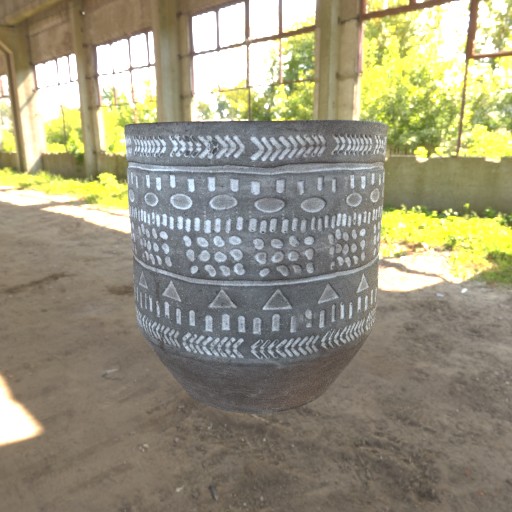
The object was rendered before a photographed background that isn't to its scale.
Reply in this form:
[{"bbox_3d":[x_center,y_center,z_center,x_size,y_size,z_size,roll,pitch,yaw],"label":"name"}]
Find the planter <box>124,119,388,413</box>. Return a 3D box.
[{"bbox_3d":[0.000,0.000,0.226,0.122,0.128,0.122,0,14,0],"label":"planter"}]
